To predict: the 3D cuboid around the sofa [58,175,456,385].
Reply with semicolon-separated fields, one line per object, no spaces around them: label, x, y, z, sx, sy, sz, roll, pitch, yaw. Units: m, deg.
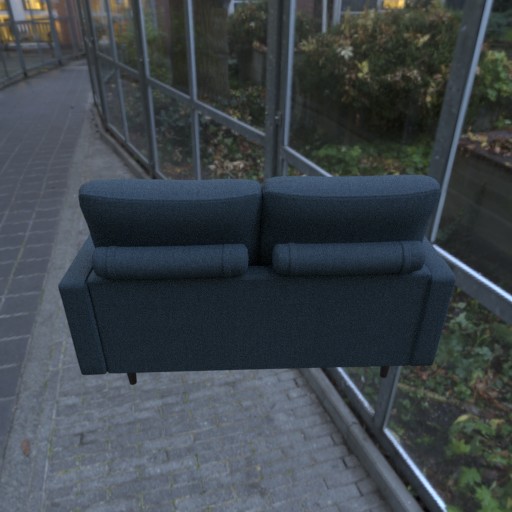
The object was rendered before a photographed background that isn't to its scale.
sofa;0.000;0.000;1.938;1.407;0.907;0.842;-1;30;-2
